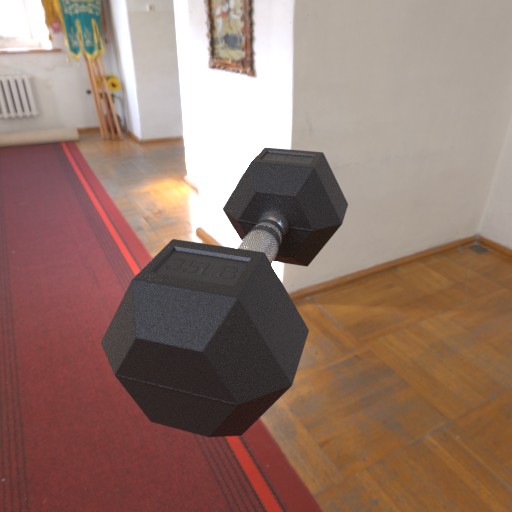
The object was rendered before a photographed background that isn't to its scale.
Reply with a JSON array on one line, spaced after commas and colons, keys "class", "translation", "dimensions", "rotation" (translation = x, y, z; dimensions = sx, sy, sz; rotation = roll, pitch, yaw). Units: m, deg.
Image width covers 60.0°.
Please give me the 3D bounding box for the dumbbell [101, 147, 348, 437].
[{"class": "dumbbell", "translation": [0.000, 0.000, 0.428], "dimensions": [0.141, 0.123, 0.356], "rotation": [9, 31, 15]}]
